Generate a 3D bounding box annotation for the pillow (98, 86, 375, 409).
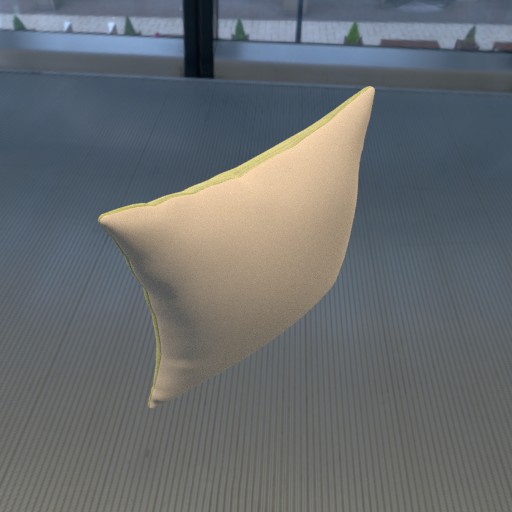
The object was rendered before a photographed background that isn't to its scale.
[{"bbox_3d":[0.000,0.000,0.825,0.560,0.487,0.229,-33,55,-28],"label":"pillow"}]
